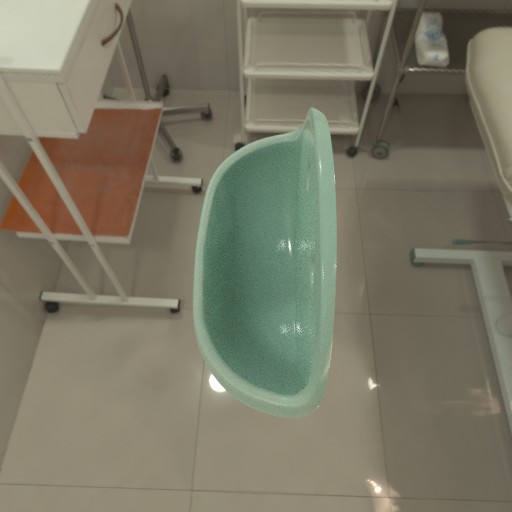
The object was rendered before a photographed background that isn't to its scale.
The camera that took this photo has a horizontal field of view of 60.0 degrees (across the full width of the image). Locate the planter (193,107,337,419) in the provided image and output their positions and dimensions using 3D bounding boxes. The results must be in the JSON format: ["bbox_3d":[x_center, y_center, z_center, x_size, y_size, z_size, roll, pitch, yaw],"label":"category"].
[{"bbox_3d":[0.000,0.000,0.274,0.073,0.164,0.189,1,59,1],"label":"planter"}]
